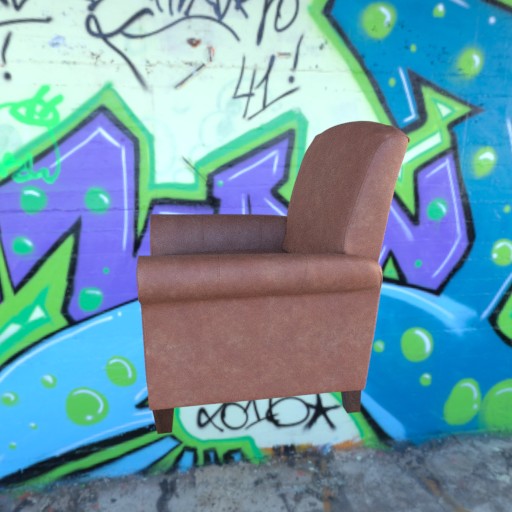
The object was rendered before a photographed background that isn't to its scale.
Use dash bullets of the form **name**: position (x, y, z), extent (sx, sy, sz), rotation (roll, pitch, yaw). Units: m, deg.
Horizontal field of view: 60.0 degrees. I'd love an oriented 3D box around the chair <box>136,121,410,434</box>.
- **chair**: position (0.000, 0.000, 1.812), extent (0.902, 1.061, 0.978), rotation (-3, 14, -10)
